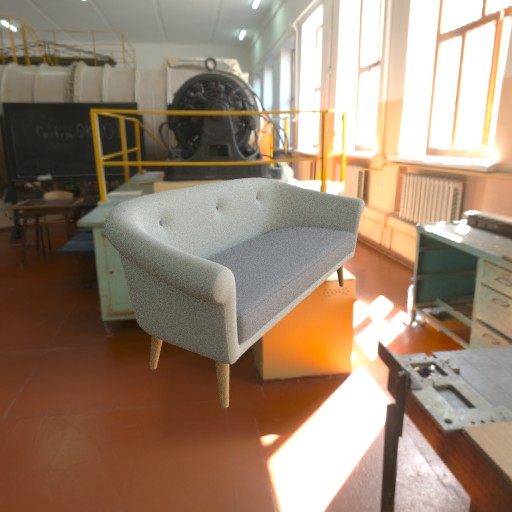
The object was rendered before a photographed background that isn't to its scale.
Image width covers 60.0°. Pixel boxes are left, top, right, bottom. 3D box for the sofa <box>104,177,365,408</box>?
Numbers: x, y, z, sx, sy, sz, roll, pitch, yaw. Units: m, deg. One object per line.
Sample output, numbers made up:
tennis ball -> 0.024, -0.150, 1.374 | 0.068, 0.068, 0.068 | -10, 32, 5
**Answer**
sofa -> 0.000, 0.000, 2.670 | 0.827, 0.795, 2.160 | 7, 17, 26
